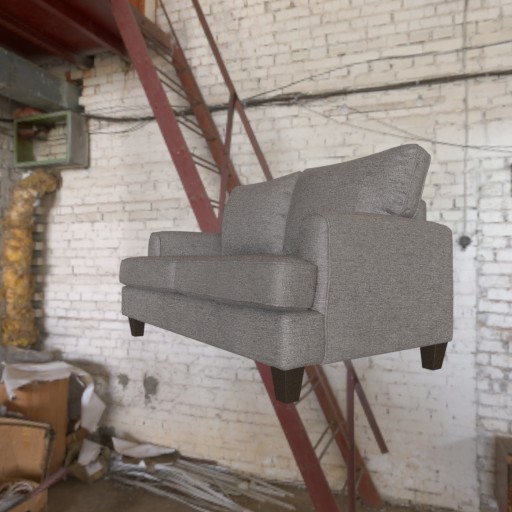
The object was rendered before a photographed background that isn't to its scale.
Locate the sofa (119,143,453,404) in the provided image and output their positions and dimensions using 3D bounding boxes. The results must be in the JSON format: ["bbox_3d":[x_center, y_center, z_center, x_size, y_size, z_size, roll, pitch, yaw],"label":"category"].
[{"bbox_3d":[0.000,0.000,2.287,0.965,0.965,1.651,0,0,-34],"label":"sofa"}]
